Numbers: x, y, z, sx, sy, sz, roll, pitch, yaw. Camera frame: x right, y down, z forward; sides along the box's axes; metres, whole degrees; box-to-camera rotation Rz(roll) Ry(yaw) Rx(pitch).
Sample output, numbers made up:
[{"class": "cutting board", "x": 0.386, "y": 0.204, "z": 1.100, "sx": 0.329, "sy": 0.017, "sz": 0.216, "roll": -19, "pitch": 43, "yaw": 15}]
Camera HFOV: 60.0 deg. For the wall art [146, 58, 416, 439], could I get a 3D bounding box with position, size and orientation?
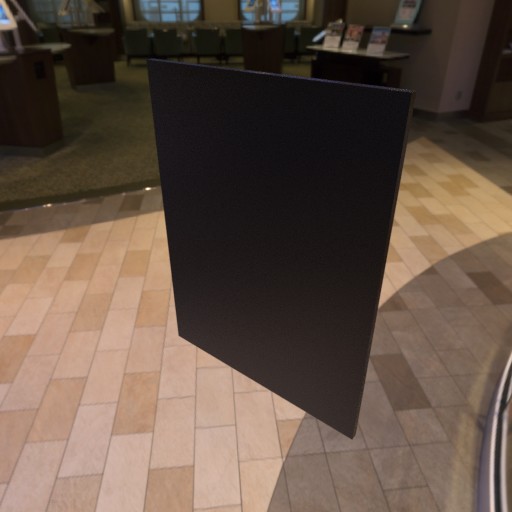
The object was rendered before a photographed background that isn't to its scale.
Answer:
[{"class": "wall art", "x": 0.000, "y": 0.000, "z": 0.752, "sx": 0.442, "sy": 0.582, "sz": 0.013, "roll": 22, "pitch": 37, "yaw": 32}]
